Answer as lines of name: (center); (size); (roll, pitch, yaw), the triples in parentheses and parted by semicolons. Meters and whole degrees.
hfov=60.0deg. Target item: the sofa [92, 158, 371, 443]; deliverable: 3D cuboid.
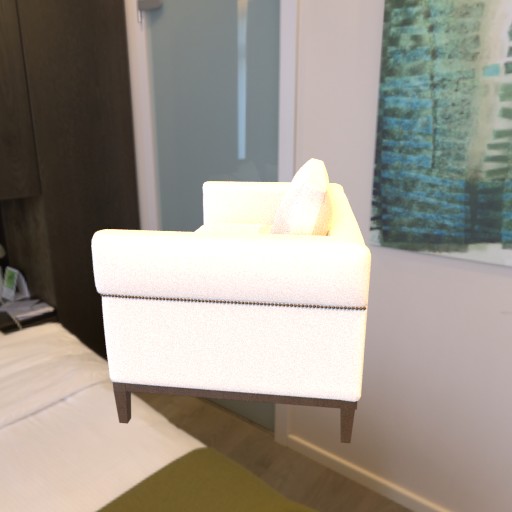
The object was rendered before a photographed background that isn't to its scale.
sofa: (0.000, 0.000, 2.177); (0.905, 0.873, 1.598); (2, 16, 7)
